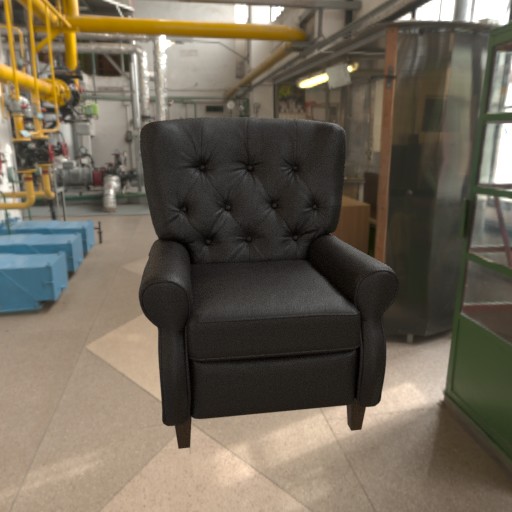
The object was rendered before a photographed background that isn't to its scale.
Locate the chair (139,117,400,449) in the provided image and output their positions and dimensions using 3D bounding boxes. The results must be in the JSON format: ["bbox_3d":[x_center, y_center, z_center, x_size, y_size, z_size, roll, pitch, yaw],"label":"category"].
[{"bbox_3d":[0.000,0.000,1.885,0.948,1.158,1.058,-2,15,-9],"label":"chair"}]
